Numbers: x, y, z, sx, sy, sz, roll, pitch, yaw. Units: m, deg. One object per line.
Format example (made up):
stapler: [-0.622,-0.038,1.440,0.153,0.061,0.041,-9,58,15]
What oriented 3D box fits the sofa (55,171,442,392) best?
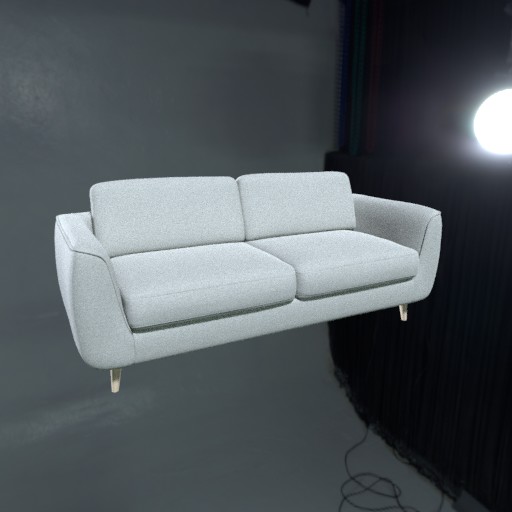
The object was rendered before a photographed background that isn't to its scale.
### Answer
sofa: [0.000,0.000,2.455,2.000,0.850,0.920,-8,17,-26]
